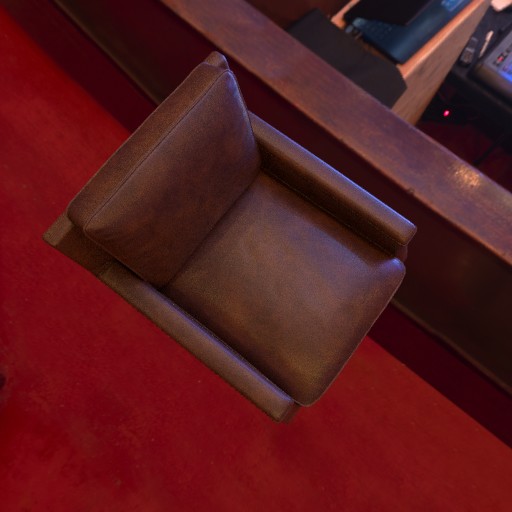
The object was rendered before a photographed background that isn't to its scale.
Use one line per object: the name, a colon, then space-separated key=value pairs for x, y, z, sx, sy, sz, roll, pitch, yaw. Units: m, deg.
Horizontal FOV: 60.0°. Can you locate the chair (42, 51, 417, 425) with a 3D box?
chair: x=0.000 y=0.000 z=1.675 sx=1.014 sy=0.929 sz=0.853 roll=37 pitch=78 yaw=9
